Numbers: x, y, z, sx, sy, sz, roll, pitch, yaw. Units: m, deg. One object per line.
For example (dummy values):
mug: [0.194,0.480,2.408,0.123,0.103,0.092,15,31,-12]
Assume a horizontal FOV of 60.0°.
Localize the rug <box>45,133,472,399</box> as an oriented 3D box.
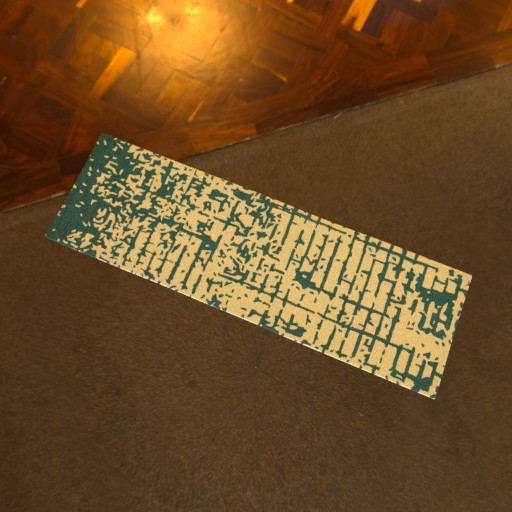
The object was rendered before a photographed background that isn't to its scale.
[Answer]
rug: [0.000,0.000,2.630,2.435,0.011,0.750,22,77,5]
